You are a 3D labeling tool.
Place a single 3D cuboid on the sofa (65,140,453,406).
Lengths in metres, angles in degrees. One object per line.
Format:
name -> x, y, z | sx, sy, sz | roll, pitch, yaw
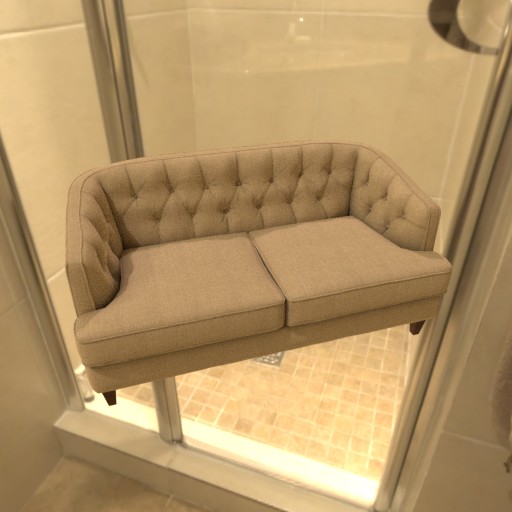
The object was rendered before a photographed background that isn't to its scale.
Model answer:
sofa -> 0.000, 0.000, 2.268 | 1.733, 0.855, 0.941 | -9, 33, -14
